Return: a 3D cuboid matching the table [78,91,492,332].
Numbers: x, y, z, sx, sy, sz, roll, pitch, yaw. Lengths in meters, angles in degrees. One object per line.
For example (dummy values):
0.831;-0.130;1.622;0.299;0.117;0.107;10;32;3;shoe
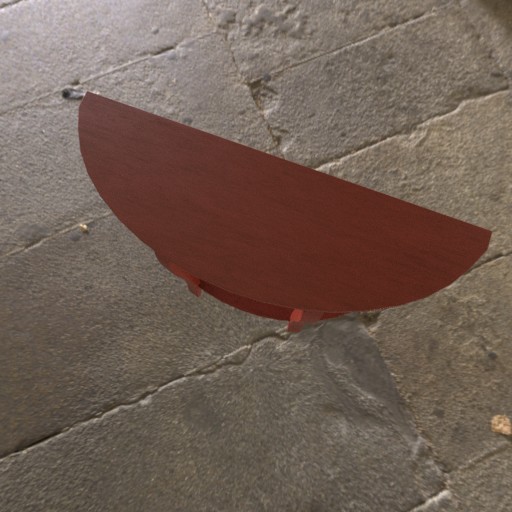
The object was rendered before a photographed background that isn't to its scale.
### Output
0.000;0.000;1.585;1.219;0.779;0.405;20;77;5;table
